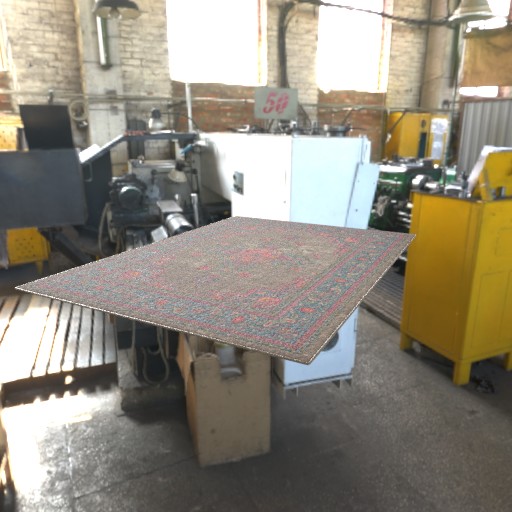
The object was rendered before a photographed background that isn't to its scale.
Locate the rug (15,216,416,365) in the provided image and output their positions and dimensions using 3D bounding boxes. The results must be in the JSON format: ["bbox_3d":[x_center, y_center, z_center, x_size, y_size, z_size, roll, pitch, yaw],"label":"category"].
[{"bbox_3d":[0.000,0.000,2.825,1.609,0.013,2.214,8,18,27],"label":"rug"}]
